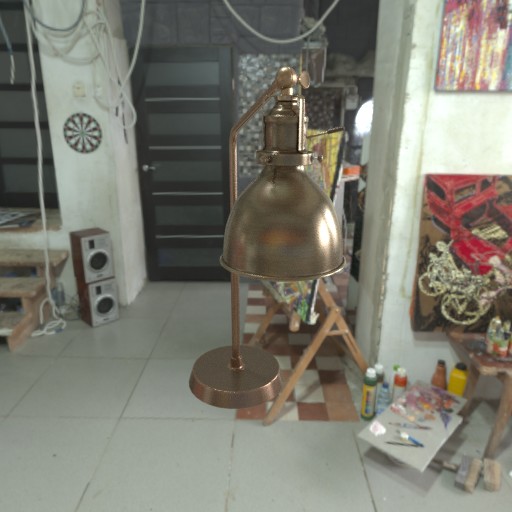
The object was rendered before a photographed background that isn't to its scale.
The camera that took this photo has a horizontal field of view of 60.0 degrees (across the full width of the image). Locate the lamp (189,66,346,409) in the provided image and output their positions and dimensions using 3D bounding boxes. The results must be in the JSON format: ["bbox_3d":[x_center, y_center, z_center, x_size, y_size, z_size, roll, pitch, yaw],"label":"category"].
[{"bbox_3d":[0.000,0.000,0.592,0.153,0.456,0.286,-9,20,-27],"label":"lamp"}]
